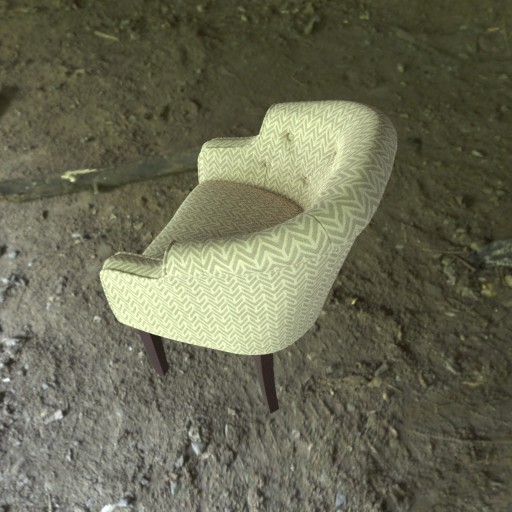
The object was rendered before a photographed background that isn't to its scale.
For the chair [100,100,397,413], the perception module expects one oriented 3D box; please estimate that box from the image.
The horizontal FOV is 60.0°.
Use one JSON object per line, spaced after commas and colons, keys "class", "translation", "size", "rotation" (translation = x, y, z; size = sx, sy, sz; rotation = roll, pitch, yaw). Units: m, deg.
{"class": "chair", "translation": [0.000, 0.000, 1.291], "size": [0.613, 0.858, 0.686], "rotation": [16, 49, 14]}
